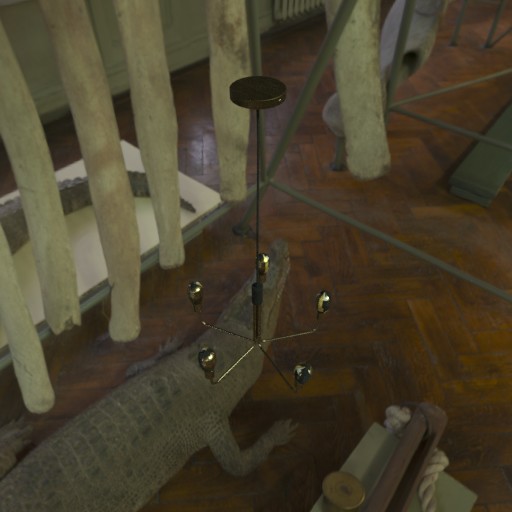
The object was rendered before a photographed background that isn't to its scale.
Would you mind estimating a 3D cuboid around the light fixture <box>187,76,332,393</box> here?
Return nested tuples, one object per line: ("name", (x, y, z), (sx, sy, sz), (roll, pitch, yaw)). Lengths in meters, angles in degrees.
("light fixture", (0.000, 0.000, 1.395), (0.588, 1.059, 0.532), (31, 53, 27))
